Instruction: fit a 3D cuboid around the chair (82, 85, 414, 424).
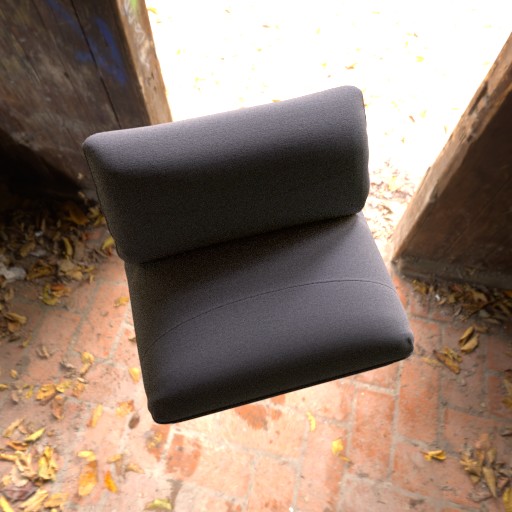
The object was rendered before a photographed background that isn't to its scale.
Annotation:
[{"bbox_3d":[0.000,0.000,1.342,0.820,0.580,0.780,-13,65,-6],"label":"chair"}]
